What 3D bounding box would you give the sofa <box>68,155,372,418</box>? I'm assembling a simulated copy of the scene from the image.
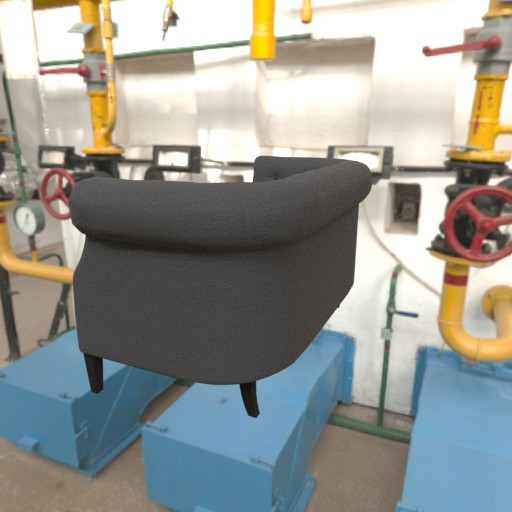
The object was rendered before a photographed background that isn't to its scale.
[{"bbox_3d":[0.000,0.000,2.038,0.835,0.827,1.558,7,18,24],"label":"sofa"}]
